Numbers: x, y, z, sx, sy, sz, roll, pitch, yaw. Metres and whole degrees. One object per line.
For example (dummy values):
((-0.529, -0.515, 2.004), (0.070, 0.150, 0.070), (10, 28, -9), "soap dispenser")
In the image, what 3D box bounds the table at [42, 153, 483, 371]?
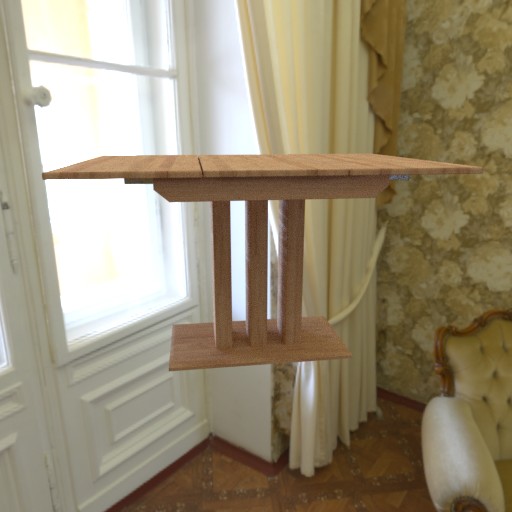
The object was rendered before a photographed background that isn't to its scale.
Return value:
((0.000, 0.000, 1.819), (1.300, 0.770, 0.900), (-2, 16, -8), "table")
